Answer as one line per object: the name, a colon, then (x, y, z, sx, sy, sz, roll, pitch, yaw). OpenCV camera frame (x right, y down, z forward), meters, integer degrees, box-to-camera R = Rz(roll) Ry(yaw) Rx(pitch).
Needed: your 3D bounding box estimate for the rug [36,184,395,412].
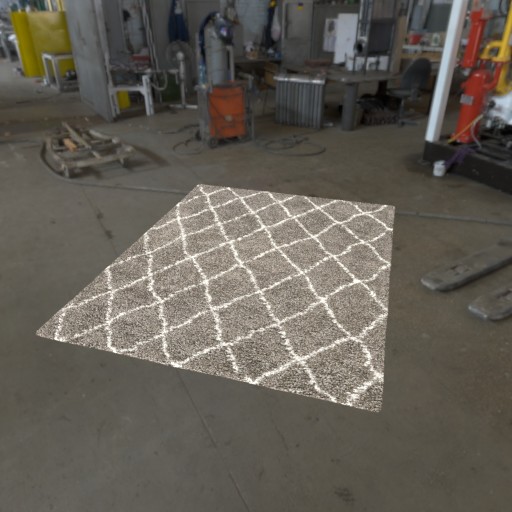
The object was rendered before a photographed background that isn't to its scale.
rug: (0.000, 0.000, 4.155, 2.438, 0.029, 3.047, 9, 32, 14)
